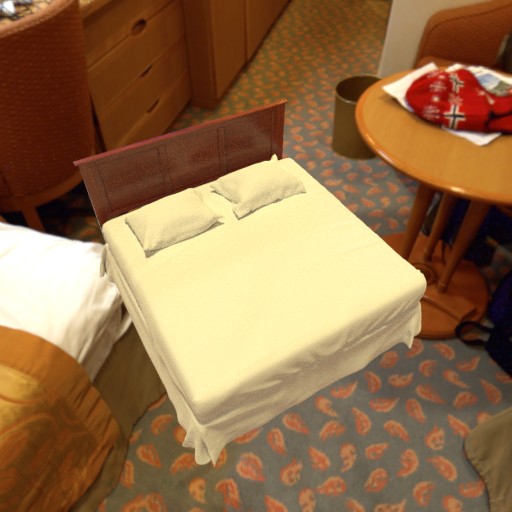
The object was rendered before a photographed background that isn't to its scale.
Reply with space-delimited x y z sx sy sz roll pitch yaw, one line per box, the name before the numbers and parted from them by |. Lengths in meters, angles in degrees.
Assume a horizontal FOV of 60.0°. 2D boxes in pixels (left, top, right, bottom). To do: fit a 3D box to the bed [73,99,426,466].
bed | 0.000 0.000 3.672 2.314 1.271 2.219 -23 51 -20
